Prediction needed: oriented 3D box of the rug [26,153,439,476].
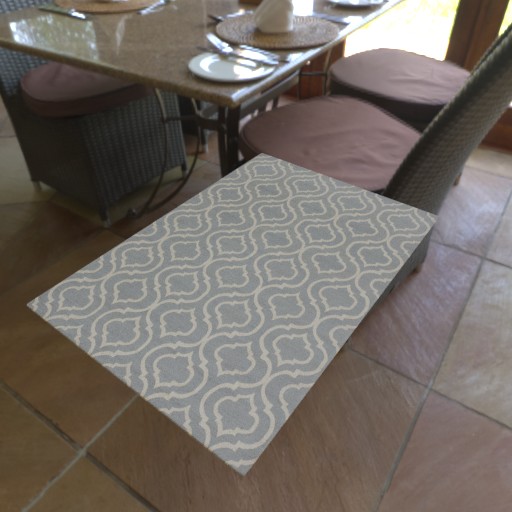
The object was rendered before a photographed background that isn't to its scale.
[{"bbox_3d":[0.000,0.000,2.617,1.451,0.010,2.080,26,47,27],"label":"rug"}]
